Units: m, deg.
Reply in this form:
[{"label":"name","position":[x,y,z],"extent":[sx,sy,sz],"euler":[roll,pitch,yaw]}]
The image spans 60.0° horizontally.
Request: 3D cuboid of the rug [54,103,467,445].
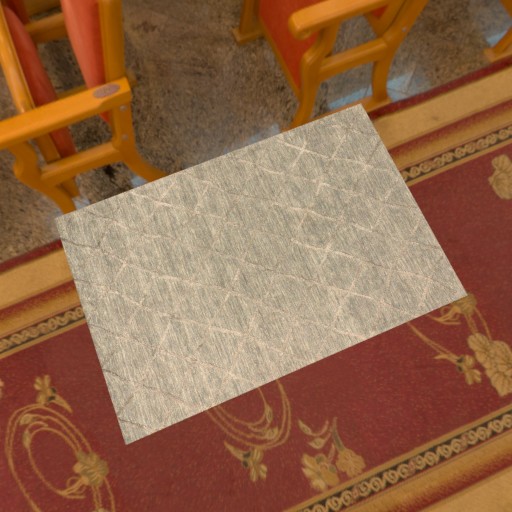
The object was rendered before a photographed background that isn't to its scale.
[{"label":"rug","position":[0.000,0.000,2.892],"extent":[2.283,0.006,1.521],"euler":[-22,76,-6]}]
